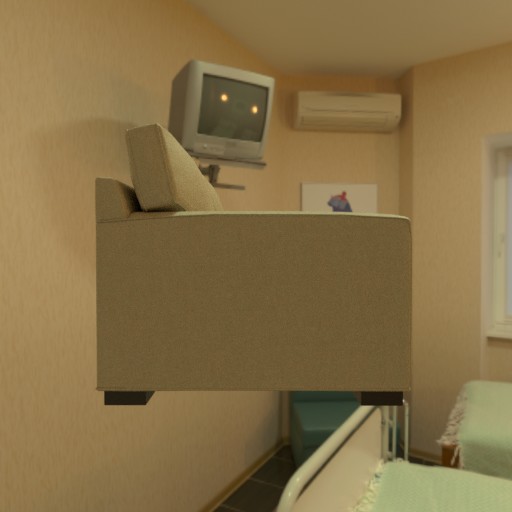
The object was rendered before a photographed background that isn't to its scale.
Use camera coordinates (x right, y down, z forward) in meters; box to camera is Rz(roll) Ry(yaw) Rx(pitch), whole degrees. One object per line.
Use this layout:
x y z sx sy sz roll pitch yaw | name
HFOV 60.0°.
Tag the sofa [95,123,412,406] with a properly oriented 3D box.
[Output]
0.000 0.000 2.028 0.942 0.853 1.484 0 1 0 | sofa
